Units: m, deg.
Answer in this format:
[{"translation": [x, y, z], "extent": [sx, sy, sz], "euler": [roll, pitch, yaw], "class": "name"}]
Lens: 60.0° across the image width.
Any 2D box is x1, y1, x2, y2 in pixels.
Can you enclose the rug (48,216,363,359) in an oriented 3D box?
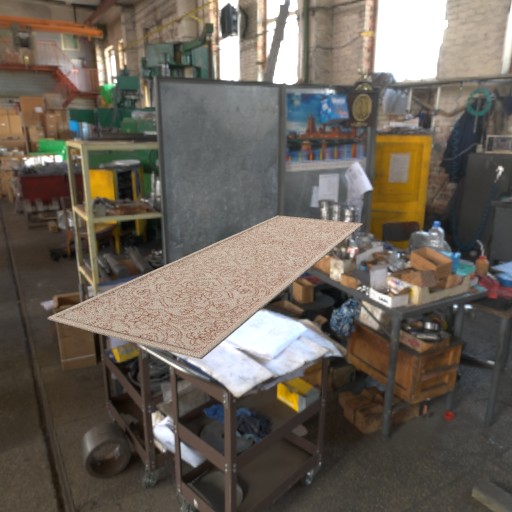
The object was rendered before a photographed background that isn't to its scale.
[{"translation": [0.000, 0.000, 2.751], "extent": [0.769, 0.012, 2.448], "euler": [8, 18, 25], "class": "rug"}]
